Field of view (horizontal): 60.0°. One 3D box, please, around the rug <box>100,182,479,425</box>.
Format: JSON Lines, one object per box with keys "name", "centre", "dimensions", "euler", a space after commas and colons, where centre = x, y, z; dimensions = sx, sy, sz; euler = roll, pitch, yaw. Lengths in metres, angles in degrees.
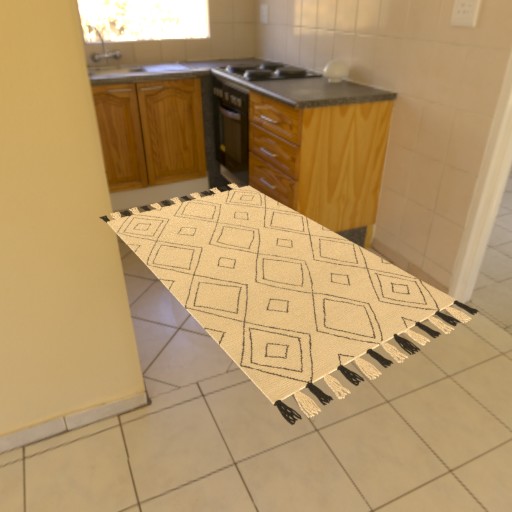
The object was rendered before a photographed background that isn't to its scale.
{"name": "rug", "centre": [0.000, 0.000, 3.362], "dimensions": [1.524, 0.021, 2.755], "euler": [-19, 36, -29]}
